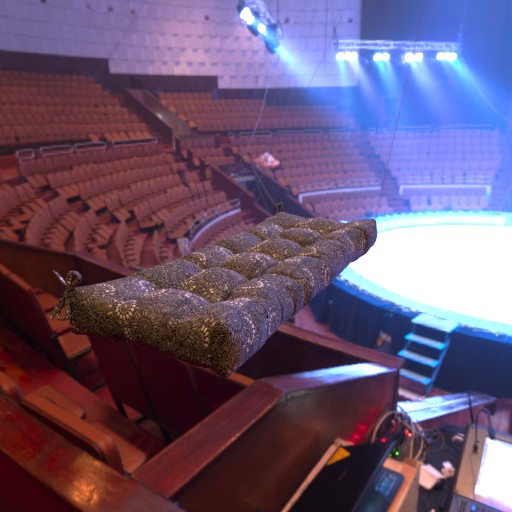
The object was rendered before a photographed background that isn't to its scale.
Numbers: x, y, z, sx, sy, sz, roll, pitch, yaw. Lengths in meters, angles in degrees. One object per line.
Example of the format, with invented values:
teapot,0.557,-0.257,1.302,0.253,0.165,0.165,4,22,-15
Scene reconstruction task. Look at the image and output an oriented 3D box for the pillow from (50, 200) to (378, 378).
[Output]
pillow,0.000,0.000,1.388,0.511,0.174,1.194,8,18,27
